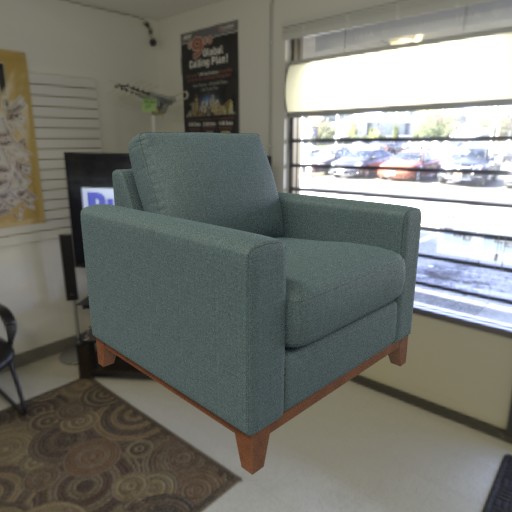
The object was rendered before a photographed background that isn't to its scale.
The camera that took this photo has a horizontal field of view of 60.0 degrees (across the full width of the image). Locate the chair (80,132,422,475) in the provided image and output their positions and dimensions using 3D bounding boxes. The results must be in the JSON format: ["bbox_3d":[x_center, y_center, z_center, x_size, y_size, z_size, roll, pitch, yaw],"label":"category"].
[{"bbox_3d":[0.000,0.000,1.865,1.038,1.010,1.024,14,20,43],"label":"chair"}]
